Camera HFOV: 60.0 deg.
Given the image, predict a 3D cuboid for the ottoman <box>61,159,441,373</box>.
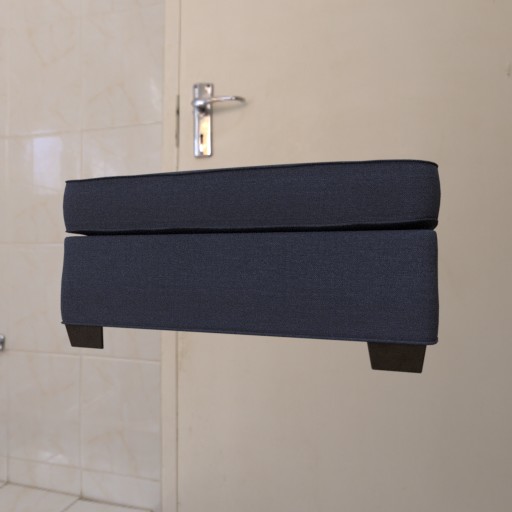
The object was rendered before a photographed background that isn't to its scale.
[{"bbox_3d":[0.000,0.000,1.191,0.895,0.453,0.505,0,0,18],"label":"ottoman"}]
